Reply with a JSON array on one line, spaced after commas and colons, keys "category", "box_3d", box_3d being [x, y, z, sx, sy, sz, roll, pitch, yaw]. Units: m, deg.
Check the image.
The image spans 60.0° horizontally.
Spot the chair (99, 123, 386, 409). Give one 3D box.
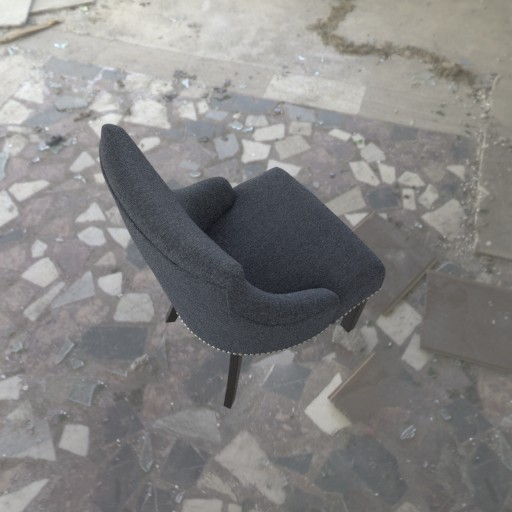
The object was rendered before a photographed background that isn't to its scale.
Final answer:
[{"category": "chair", "box_3d": [0.000, 0.000, 1.330, 0.629, 0.909, 0.566, -32, 63, -19]}]
